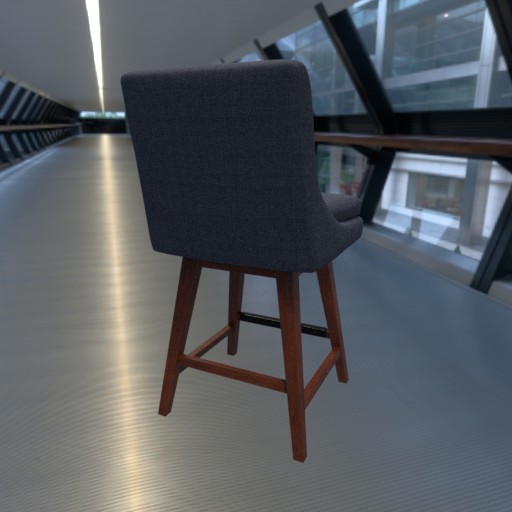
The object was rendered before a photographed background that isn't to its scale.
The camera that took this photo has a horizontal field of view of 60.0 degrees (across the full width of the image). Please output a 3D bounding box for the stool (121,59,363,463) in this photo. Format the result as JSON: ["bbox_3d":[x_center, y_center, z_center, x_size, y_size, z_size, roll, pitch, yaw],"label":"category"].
[{"bbox_3d":[0.000,0.000,1.191,0.467,0.895,0.524,7,17,25],"label":"stool"}]
